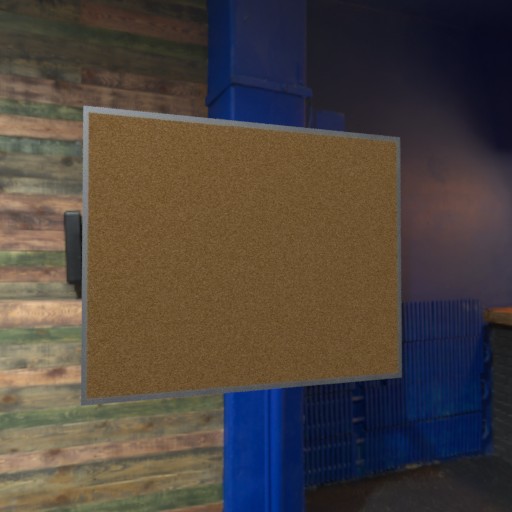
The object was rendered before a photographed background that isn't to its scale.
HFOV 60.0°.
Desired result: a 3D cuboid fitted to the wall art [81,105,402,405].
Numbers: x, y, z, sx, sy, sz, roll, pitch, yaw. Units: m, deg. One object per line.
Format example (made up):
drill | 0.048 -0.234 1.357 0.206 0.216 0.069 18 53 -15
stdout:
wall art | 0.000 0.000 0.765 0.557 0.450 0.037 0 -1 -17
